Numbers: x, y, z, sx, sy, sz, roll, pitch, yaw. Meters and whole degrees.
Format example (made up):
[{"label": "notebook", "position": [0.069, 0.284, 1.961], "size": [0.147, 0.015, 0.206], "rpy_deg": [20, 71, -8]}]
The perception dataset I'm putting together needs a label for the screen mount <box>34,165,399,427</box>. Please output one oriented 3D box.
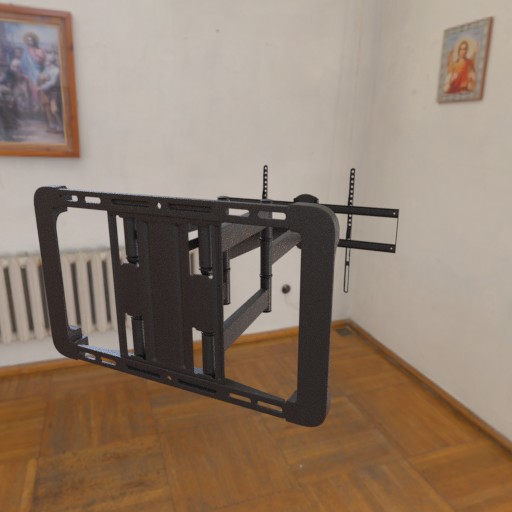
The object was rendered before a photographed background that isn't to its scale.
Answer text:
[{"label": "screen mount", "position": [0.000, 0.000, 1.336], "size": [0.725, 0.483, 0.905], "rpy_deg": [7, 17, 25]}]
